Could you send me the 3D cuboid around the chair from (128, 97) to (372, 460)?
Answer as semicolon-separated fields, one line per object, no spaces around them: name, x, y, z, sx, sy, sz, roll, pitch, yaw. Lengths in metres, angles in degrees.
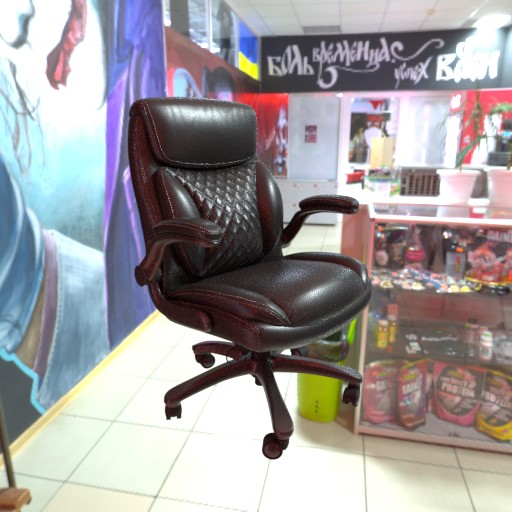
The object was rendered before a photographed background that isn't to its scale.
chair;0.000;0.000;1.600;0.724;1.110;0.782;14;21;42
